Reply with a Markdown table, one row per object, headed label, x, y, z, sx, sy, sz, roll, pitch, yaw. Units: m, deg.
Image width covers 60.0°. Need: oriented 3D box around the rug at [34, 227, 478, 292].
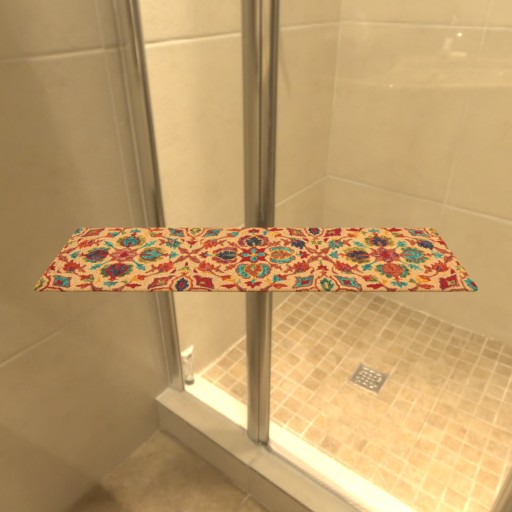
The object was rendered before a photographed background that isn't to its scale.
| label | x | y | z | sx | sy | sz | roll | pitch | yaw |
| --- | --- | --- | --- | --- | --- | --- | --- | --- | --- |
| rug | 0.000 | 0.000 | 2.541 | 2.273 | 0.016 | 0.693 | 0 | 31 | 0 |
